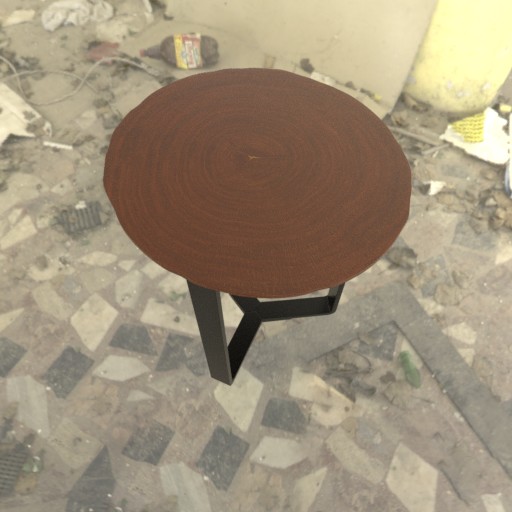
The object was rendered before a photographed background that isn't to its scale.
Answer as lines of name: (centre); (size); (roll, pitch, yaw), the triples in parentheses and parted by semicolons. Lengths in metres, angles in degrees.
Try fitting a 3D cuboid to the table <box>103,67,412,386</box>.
table: (0.000, 0.000, 0.760); (0.380, 0.450, 0.410); (-31, 62, -19)
